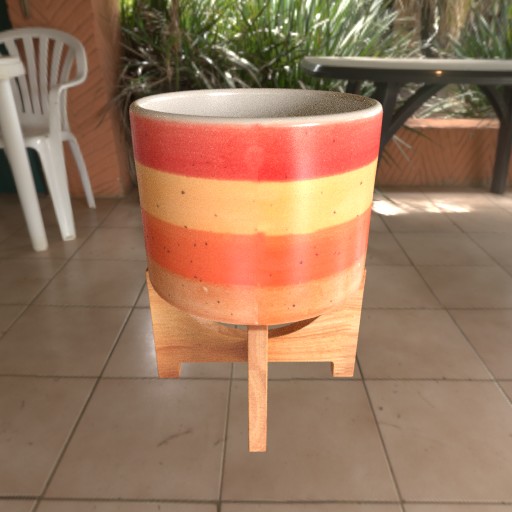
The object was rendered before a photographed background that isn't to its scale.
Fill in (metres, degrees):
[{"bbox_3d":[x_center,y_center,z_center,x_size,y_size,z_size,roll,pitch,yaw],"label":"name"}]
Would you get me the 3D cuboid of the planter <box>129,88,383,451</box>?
[{"bbox_3d":[0.000,0.000,0.400,0.199,0.268,0.199,0,26,0],"label":"planter"}]
